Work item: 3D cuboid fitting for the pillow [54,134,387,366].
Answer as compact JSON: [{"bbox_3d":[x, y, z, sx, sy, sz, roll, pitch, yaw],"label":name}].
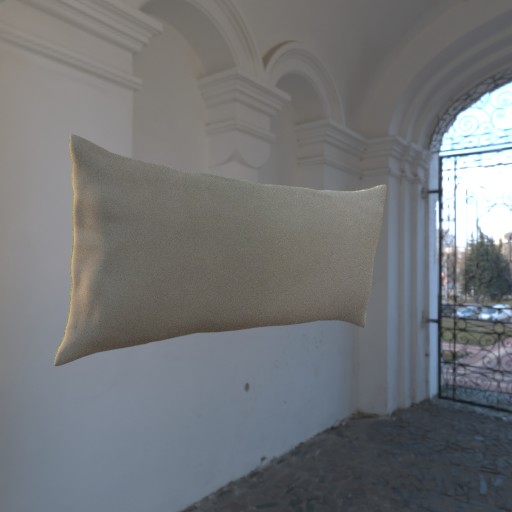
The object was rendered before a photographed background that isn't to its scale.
[{"bbox_3d":[0.000,0.000,0.731,0.608,0.292,0.156,1,-1,-37],"label":"pillow"}]
